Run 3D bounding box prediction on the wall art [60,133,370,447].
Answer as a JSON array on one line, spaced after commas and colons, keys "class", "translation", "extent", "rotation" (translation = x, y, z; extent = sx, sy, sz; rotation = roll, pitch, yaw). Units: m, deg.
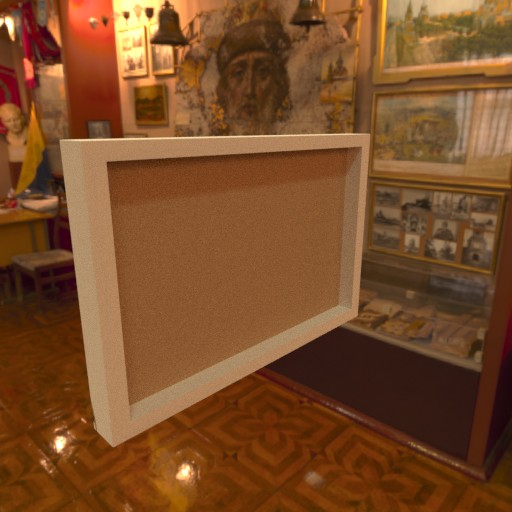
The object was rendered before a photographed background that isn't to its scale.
[{"class": "wall art", "translation": [0.000, 0.000, 0.486], "extent": [0.039, 0.254, 0.384], "rotation": [16, 23, 43]}]
